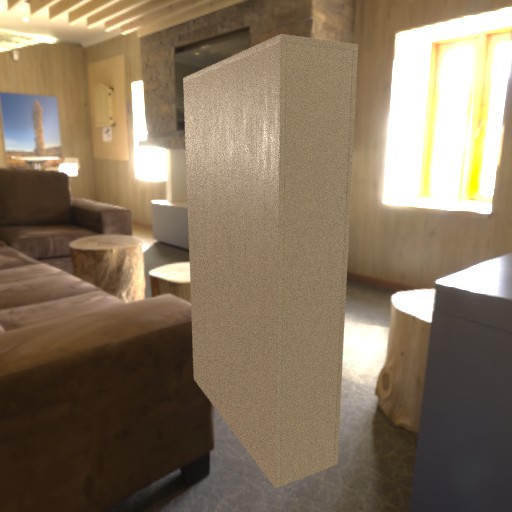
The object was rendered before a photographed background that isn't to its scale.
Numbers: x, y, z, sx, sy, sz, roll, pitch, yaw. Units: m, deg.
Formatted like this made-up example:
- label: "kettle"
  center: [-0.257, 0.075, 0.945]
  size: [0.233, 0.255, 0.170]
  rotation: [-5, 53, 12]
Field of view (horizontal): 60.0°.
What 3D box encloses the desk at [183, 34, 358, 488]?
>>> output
- label: "desk"
  center: [0.000, 0.000, 1.590]
  size: [0.250, 1.280, 0.750]
  rotation: [-7, 15, -26]
